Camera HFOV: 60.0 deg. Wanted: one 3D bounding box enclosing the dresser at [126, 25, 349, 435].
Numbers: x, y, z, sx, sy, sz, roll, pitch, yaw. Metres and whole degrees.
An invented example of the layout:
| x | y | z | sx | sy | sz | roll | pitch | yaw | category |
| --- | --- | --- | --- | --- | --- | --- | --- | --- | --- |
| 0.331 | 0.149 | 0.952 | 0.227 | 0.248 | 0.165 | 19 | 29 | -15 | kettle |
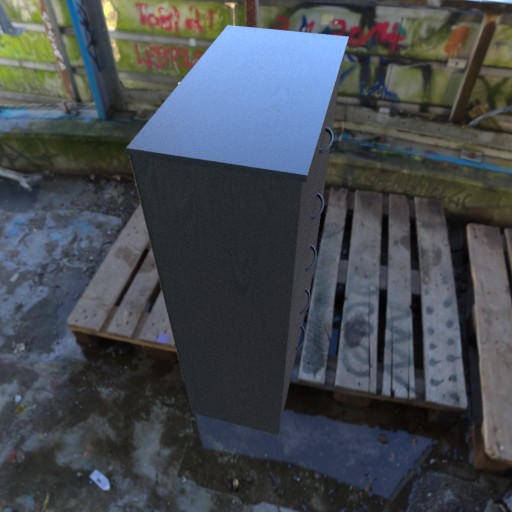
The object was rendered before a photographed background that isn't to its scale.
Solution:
| x | y | z | sx | sy | sz | roll | pitch | yaw | category |
| --- | --- | --- | --- | --- | --- | --- | --- | --- | --- |
| 0.000 | 0.000 | 1.554 | 0.418 | 1.254 | 0.704 | 11 | 47 | 10 | dresser |
